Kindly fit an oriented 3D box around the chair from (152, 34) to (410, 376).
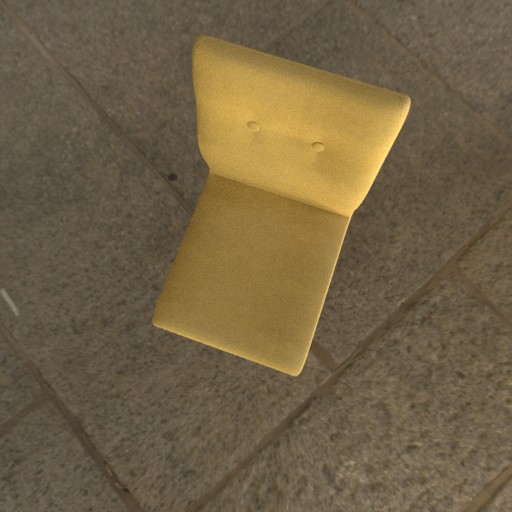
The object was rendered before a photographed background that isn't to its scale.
[{"bbox_3d":[0.000,0.000,1.254,0.450,0.965,0.550,19,76,5],"label":"chair"}]
